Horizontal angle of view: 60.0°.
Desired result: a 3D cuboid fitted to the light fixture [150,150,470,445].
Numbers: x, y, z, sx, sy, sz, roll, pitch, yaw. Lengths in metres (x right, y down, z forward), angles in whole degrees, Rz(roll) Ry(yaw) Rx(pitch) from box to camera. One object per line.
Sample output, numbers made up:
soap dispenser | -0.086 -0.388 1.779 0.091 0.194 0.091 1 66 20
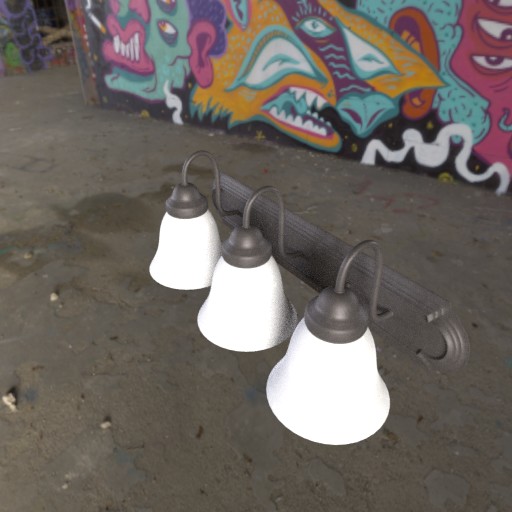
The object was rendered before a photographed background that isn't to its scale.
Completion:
light fixture | 0.000 0.000 0.684 0.199 0.222 0.610 -20 37 -29
